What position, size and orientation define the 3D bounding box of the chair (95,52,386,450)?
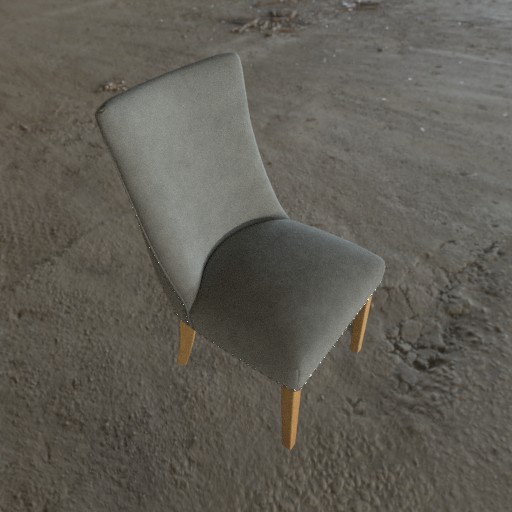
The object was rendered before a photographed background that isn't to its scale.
[{"bbox_3d":[0.000,0.000,1.256,0.610,0.902,0.495,27,48,26],"label":"chair"}]
